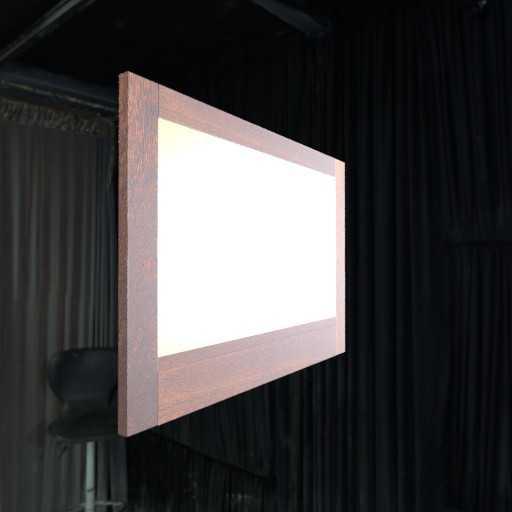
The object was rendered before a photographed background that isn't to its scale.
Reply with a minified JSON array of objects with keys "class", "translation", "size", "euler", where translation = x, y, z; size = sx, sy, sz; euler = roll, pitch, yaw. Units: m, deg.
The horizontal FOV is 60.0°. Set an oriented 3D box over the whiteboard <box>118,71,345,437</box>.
[{"class":"whiteboard","translation":[0.000,0.000,1.017],"size":[0.083,0.559,0.783],"euler":[0,-1,36]}]
